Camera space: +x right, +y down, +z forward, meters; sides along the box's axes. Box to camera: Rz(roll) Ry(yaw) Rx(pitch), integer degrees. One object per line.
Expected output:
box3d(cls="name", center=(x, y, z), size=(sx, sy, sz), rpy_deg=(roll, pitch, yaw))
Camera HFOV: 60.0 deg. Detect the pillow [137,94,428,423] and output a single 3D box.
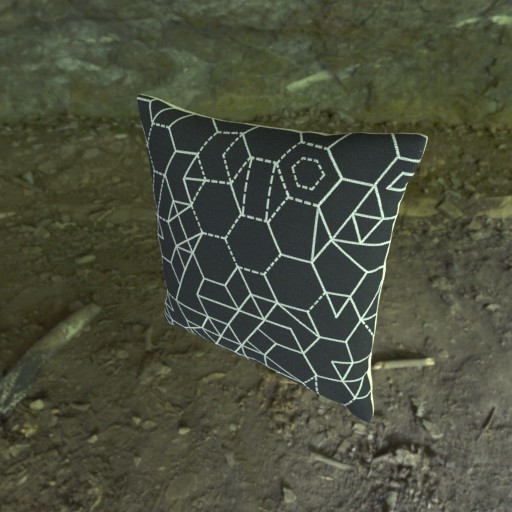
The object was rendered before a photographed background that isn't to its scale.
box3d(cls="pillow", center=(0.000, 0.000, 0.796), size=(0.517, 0.508, 0.158), rpy_deg=(19, 34, 30))
